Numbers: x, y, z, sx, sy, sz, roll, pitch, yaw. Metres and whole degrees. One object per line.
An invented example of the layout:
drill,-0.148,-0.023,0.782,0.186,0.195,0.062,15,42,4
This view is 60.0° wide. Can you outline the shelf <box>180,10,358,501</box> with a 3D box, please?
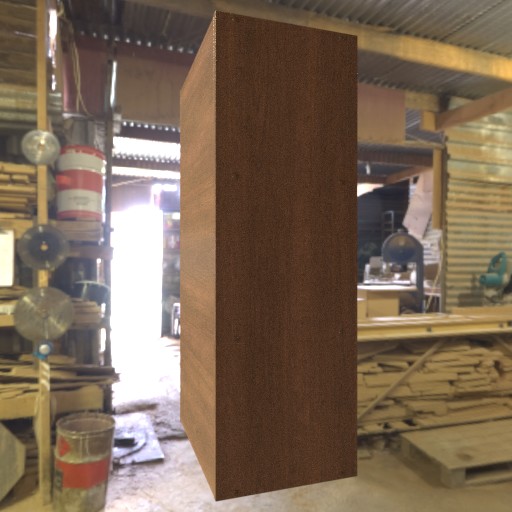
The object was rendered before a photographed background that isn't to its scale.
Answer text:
shelf,0.000,0.000,1.033,0.290,0.879,0.414,0,0,-18
